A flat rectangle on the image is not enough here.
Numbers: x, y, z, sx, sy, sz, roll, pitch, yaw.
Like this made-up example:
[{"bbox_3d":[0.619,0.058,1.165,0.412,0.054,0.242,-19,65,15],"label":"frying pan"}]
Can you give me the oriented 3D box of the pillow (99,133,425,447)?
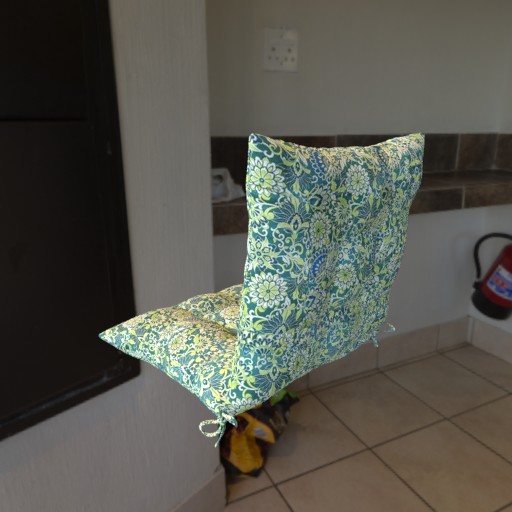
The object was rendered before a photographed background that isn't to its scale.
[{"bbox_3d":[0.000,0.000,0.990,0.541,0.536,0.585,-15,22,-42],"label":"pillow"}]
